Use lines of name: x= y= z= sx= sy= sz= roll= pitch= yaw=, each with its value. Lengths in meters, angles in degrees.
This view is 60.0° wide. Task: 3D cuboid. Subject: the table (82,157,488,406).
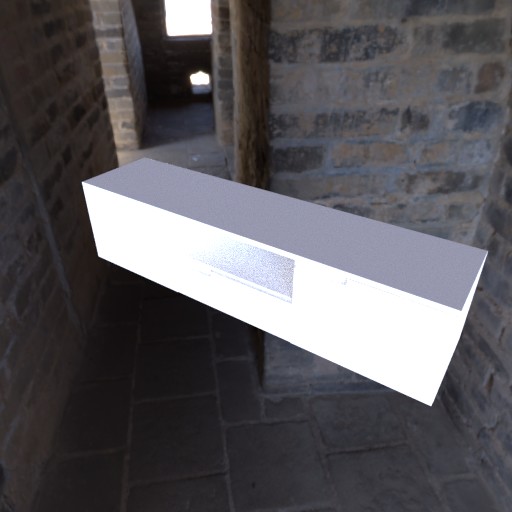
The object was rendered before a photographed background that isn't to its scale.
table: x=0.000 y=0.000 z=1.879 sx=1.650 sy=0.420 sz=0.390 roll=20 pitch=37 yaw=28
